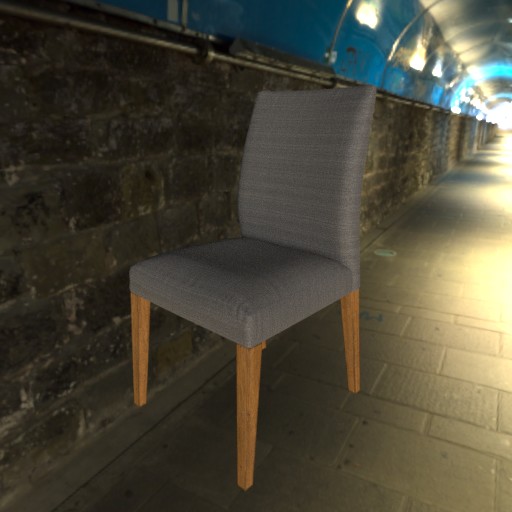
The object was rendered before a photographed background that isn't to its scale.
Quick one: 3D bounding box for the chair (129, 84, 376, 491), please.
[{"bbox_3d":[0.000,0.000,1.288,0.496,0.940,0.585,16,23,42],"label":"chair"}]
